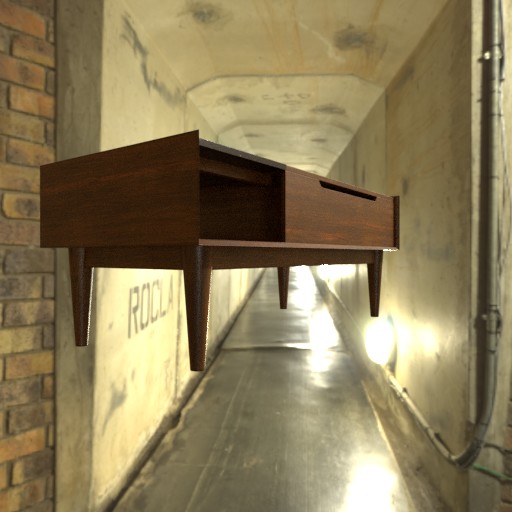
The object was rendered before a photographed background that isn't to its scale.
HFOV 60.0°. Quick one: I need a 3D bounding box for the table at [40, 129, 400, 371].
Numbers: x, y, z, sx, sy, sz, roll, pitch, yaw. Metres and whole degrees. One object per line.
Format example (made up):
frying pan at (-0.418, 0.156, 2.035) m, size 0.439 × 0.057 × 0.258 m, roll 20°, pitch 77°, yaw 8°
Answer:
table at (0.000, 0.000, 1.558) m, size 0.610 × 0.508 × 1.221 m, roll 0°, pitch 0°, yaw 36°
